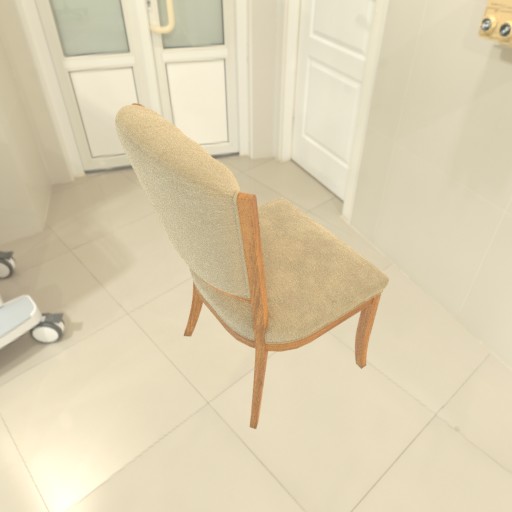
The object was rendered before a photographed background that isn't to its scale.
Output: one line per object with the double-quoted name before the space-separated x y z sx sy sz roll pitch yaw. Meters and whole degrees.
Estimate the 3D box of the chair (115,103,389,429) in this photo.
"chair" 0.000 0.000 1.253 0.584 0.905 0.513 -25 47 -26
